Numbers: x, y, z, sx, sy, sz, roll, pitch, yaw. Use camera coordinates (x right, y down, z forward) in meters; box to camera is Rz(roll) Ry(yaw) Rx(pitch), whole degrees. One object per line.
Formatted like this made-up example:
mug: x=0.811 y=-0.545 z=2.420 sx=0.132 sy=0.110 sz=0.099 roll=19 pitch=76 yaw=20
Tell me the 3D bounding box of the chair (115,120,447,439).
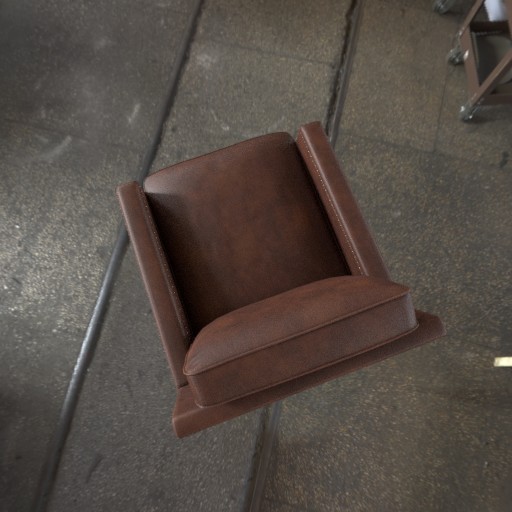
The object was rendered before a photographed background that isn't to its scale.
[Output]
chair: x=0.000 y=0.000 z=1.717 sx=0.853 sy=0.929 sz=1.014 roll=-20 pitch=76 yaw=-5
